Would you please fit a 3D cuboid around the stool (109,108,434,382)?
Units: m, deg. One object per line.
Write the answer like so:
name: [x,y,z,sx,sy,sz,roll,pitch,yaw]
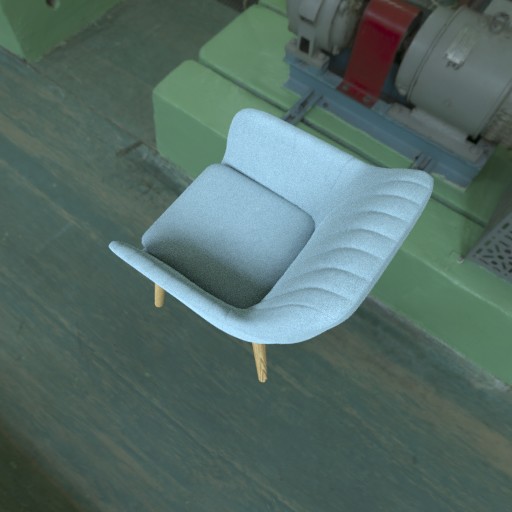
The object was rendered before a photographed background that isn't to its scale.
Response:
stool: [0.000,0.000,1.174,0.590,0.830,0.503,34,69,15]
